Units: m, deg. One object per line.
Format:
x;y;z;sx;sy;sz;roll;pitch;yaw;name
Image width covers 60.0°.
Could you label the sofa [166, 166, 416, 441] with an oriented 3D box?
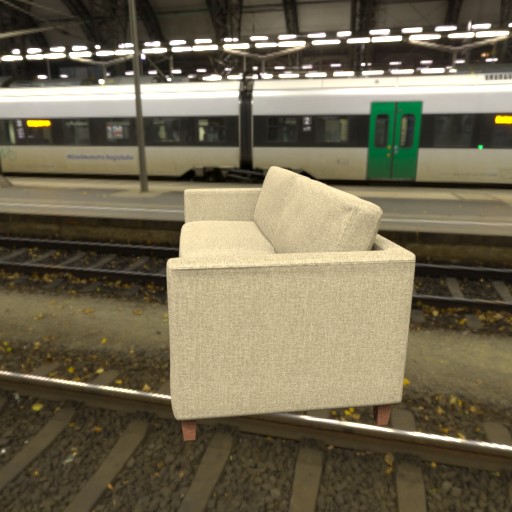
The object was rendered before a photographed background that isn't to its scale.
0.000;0.000;2.696;0.956;0.960;2.208;-2;15;-7;sofa
